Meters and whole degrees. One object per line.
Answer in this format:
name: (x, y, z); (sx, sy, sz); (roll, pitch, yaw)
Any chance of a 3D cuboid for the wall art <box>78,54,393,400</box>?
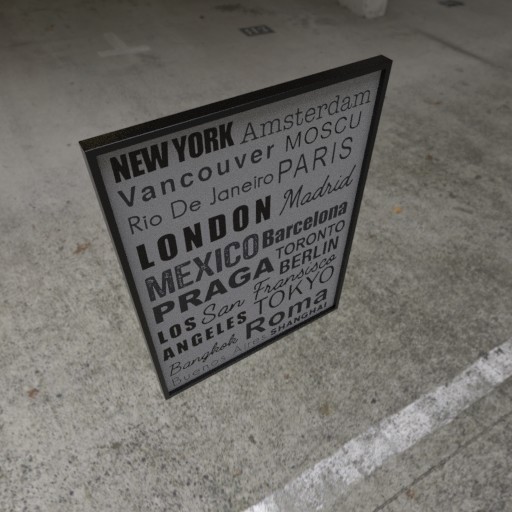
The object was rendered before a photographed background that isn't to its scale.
wall art: (0.000, 0.000, 1.374); (0.788, 1.046, 0.043); (-24, 51, -21)
